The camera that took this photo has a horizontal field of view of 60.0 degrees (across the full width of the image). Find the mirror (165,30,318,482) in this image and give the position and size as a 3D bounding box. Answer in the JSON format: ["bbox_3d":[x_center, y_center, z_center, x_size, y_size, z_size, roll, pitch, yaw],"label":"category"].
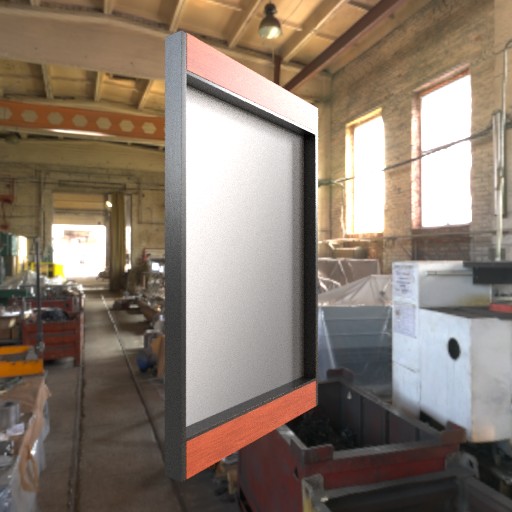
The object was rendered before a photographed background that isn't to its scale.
[{"bbox_3d":[0.000,0.000,1.032,0.047,0.823,0.525,0,0,36],"label":"mirror"}]
